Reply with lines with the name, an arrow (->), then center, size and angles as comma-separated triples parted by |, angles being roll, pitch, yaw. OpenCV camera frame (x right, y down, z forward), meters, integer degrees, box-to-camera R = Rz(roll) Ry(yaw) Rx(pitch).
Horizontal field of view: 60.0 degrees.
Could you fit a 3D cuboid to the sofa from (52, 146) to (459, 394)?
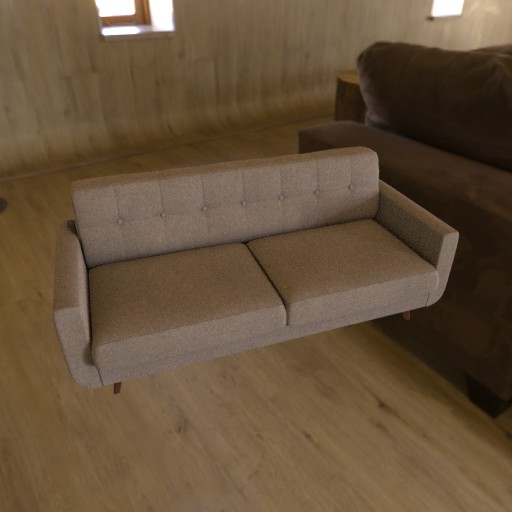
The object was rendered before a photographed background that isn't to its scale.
sofa -> 0.000, 0.000, 2.466 | 2.029, 0.841, 0.909 | -10, 33, -16
